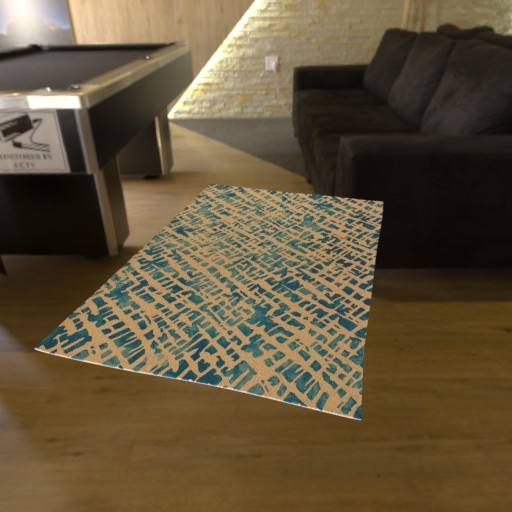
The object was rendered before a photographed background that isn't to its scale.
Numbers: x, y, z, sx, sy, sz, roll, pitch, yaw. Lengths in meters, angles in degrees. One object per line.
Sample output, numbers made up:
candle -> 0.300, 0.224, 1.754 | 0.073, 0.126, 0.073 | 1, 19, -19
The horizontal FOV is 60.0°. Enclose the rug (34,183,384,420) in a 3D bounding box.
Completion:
rug -> 0.000, 0.000, 2.279 | 1.209, 0.011, 1.830 | 8, 31, 14
